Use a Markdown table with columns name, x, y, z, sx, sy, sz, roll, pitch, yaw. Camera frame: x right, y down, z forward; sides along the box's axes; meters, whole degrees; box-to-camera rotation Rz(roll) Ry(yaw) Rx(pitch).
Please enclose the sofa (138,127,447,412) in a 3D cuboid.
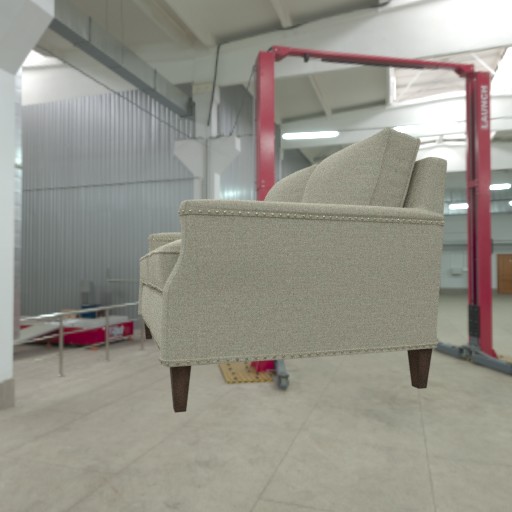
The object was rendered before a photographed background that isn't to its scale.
| name | x | y | z | sx | sy | sz | roll | pitch | yaw |
| --- | --- | --- | --- | --- | --- | --- | --- | --- | --- |
| sofa | 0.000 | 0.000 | 2.228 | 1.084 | 1.003 | 1.597 | 0 | -1 | -17 |
